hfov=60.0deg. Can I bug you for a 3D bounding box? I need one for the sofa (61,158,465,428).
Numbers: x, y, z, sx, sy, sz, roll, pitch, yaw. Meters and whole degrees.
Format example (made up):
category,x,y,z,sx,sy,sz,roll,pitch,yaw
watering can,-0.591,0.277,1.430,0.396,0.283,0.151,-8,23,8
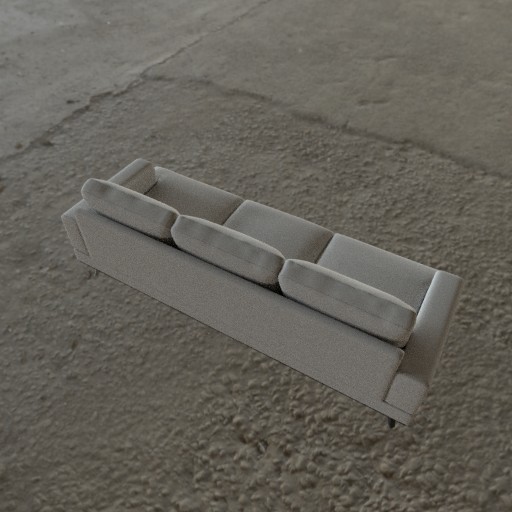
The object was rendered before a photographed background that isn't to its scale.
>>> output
category,x,y,z,sx,sy,sz,roll,pitch,yaw
sofa,0.000,0.000,2.741,2.310,0.810,0.920,23,50,20
